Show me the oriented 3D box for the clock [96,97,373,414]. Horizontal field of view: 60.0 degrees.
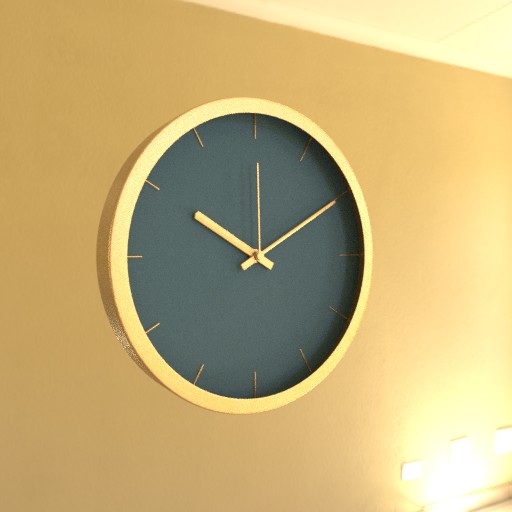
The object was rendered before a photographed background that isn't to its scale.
[{"bbox_3d":[0.000,0.000,0.461,0.314,0.314,0.040,0,1,-34],"label":"clock"}]
